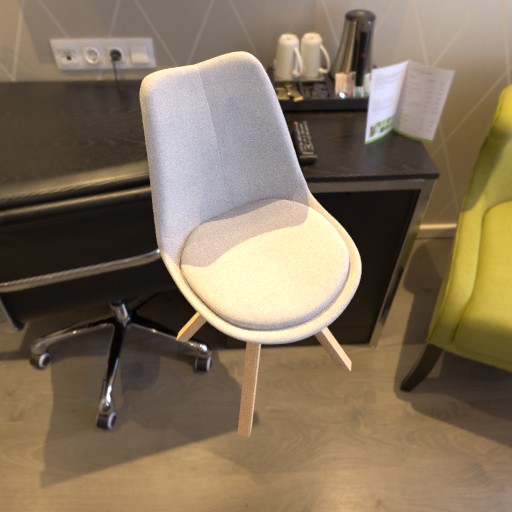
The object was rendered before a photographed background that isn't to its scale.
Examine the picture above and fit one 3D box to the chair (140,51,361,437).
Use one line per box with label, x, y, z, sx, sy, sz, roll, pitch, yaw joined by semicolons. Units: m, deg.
chair;0.000;0.000;1.198;0.474;0.863;0.549;-25;51;-22
